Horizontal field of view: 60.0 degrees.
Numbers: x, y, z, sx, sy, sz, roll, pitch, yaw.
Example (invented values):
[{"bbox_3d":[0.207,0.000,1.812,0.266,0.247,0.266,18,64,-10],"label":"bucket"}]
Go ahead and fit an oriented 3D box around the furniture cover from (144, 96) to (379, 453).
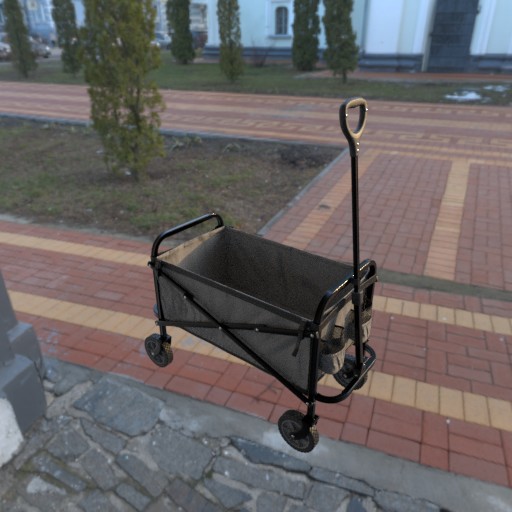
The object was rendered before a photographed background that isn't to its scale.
[{"bbox_3d":[0.000,0.000,1.825,1.038,1.295,0.532,19,32,33],"label":"furniture cover"}]
